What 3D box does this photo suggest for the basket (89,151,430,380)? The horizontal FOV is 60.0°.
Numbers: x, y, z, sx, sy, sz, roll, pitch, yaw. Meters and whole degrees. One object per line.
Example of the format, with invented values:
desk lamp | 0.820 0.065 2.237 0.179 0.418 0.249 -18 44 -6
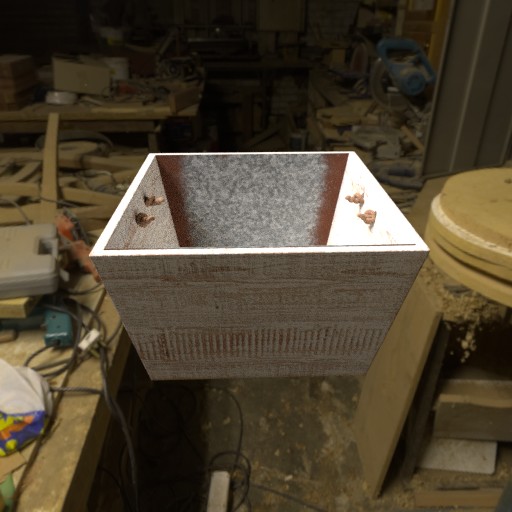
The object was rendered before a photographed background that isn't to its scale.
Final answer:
basket | 0.000 0.000 0.775 0.545 0.247 0.413 -1 30 -2
